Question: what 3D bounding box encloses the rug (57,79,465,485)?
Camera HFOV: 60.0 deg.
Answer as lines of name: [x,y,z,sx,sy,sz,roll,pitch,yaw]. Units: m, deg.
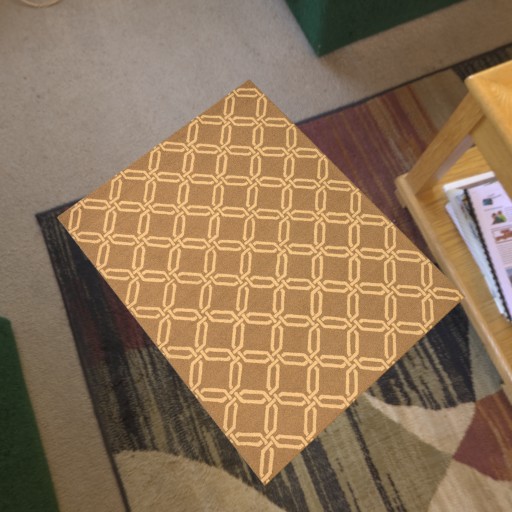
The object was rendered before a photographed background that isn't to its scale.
rug: [0.000,0.000,3.926,2.288,0.018,2.895,-39,78,-10]
